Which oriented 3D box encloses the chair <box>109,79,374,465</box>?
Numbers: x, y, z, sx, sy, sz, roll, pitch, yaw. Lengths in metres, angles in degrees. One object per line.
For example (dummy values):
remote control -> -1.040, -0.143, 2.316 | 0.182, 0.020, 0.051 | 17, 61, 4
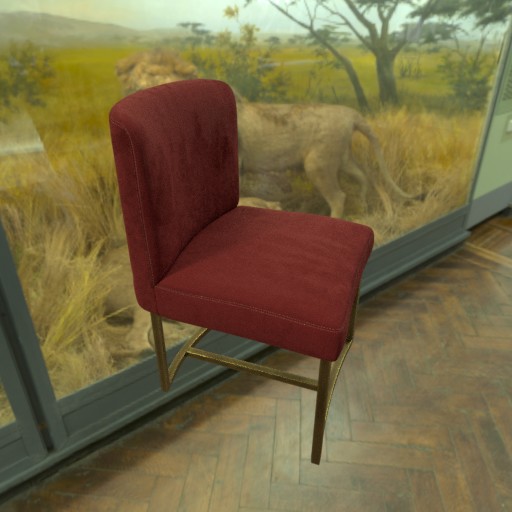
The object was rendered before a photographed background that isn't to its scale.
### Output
chair -> 0.000, 0.000, 1.171 | 0.560, 0.824, 0.530 | 10, 31, 18
